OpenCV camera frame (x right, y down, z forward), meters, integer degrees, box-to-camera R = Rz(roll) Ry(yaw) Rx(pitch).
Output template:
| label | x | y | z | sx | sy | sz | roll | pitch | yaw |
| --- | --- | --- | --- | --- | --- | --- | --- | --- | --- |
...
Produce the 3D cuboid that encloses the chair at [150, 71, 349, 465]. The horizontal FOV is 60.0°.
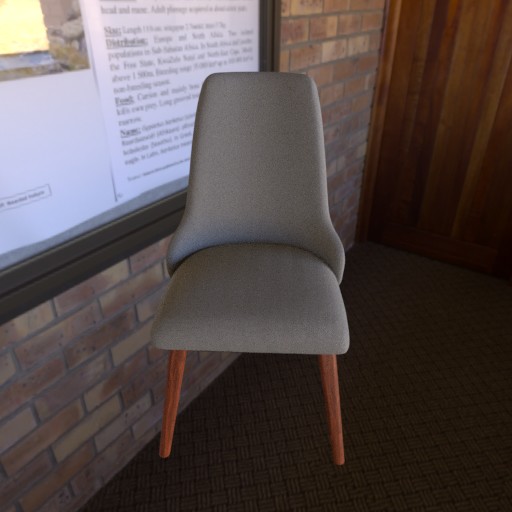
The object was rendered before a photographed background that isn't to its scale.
| label | x | y | z | sx | sy | sz | roll | pitch | yaw |
| --- | --- | --- | --- | --- | --- | --- | --- | --- | --- |
| chair | 0.000 | 0.000 | 1.305 | 0.535 | 0.918 | 0.707 | 2 | 31 | 3 |
